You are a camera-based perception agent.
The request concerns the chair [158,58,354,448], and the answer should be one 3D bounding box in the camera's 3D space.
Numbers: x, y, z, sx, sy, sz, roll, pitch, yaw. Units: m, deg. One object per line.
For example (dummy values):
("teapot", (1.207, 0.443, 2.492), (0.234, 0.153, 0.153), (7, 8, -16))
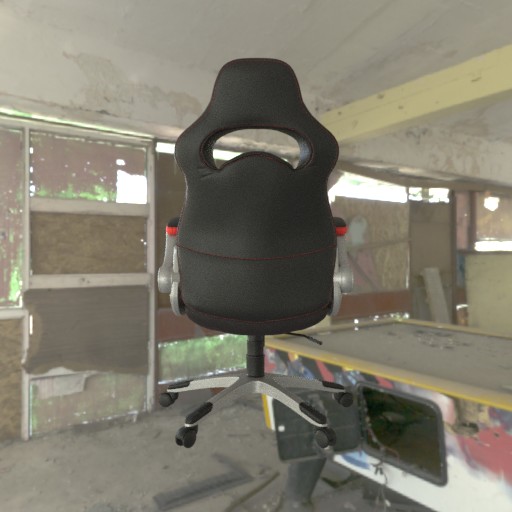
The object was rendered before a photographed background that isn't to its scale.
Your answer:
("chair", (0.000, 0.000, 1.626), (0.758, 1.165, 0.712), (0, 0, 0))
